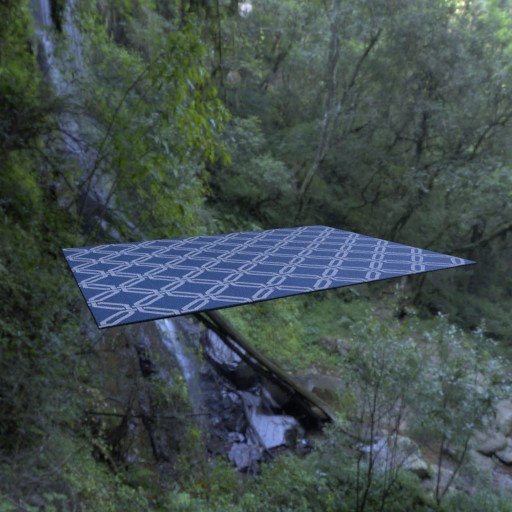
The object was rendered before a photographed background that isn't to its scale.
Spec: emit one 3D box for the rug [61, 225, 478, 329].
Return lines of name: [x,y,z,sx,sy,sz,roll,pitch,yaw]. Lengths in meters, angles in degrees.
rug: [0.000,0.000,4.363,3.342,0.018,2.432,-7,15,-27]
